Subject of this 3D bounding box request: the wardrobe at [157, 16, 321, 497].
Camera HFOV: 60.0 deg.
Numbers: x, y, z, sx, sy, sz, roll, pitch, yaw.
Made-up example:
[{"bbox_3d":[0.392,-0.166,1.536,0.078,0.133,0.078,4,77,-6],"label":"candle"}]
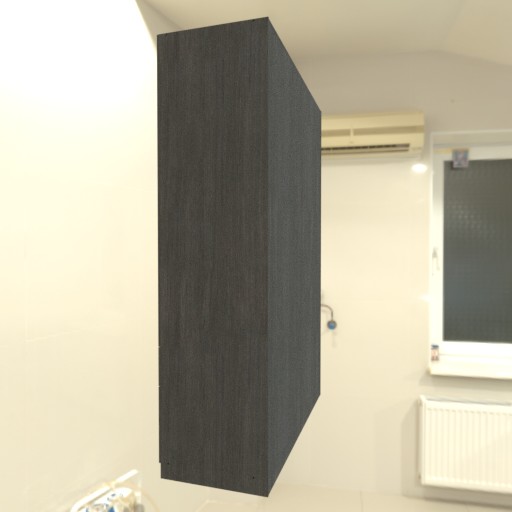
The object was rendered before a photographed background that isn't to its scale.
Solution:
[{"bbox_3d":[0.000,0.000,2.451,0.510,1.910,1.290,0,1,18],"label":"wardrobe"}]
